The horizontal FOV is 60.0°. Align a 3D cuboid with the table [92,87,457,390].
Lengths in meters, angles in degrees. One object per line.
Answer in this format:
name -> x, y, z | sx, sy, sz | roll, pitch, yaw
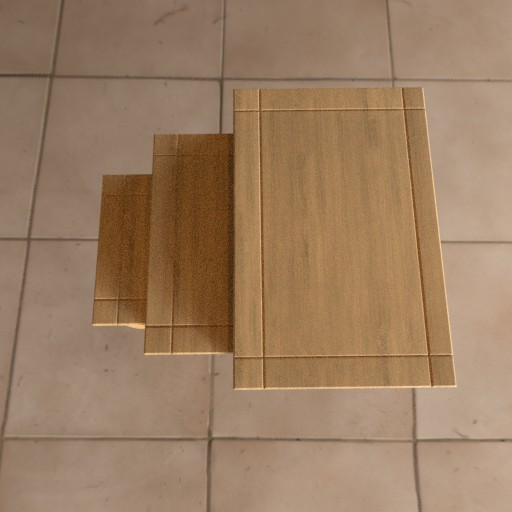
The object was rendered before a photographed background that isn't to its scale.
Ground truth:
table -> 0.000, 0.000, 1.195 | 0.773, 0.535, 0.660 | -1, 77, 0
